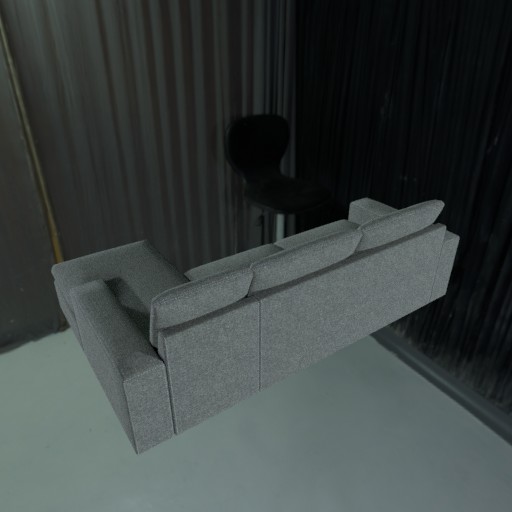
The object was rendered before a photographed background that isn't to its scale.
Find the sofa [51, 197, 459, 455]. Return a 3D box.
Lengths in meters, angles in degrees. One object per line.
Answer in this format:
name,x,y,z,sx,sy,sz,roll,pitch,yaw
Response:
sofa,0.000,0.000,3.460,2.718,0.940,1.689,-19,34,-30
